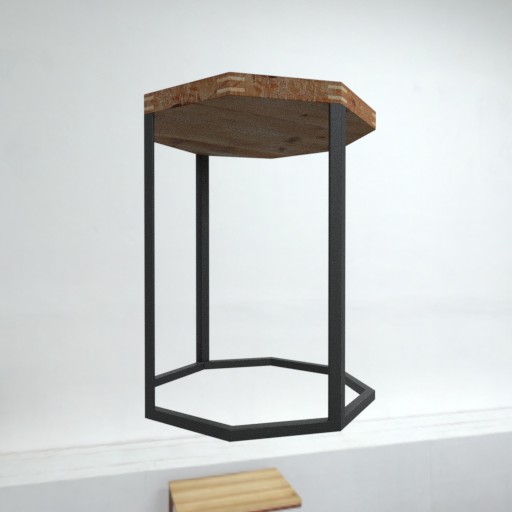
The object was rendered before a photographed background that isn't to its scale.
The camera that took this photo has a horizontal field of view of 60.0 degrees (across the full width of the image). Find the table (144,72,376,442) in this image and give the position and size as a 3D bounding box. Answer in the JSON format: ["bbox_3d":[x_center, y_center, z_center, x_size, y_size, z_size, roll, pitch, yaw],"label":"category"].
[{"bbox_3d":[0.000,0.000,0.875,0.458,0.543,0.458,0,1,-35],"label":"table"}]
